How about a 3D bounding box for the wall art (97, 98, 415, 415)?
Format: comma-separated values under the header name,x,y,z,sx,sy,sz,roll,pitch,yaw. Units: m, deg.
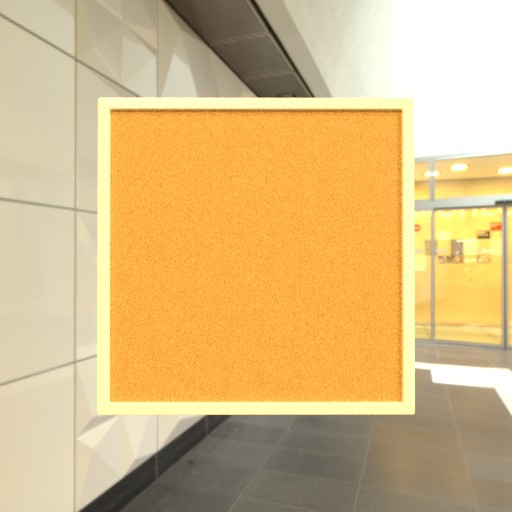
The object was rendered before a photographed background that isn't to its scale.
name,x,y,z,sx,sy,sz,roll,pitch,yaw
wall art,0.000,0.000,0.444,0.305,0.305,0.038,0,0,0
